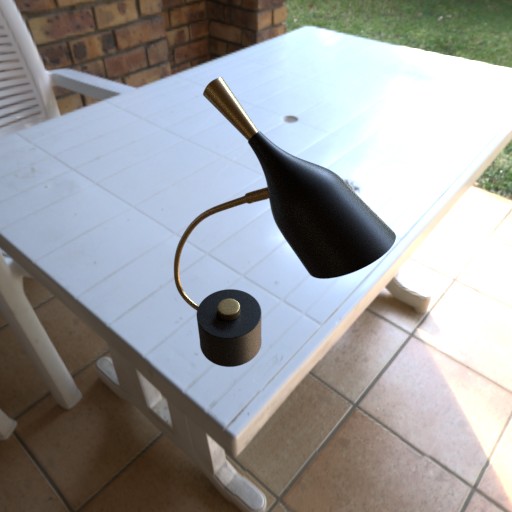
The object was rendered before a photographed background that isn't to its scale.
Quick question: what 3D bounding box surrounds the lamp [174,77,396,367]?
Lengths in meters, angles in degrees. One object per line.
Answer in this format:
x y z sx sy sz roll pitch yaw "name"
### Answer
0.000 0.000 0.613 0.352 0.464 0.110 26 48 26 "lamp"
